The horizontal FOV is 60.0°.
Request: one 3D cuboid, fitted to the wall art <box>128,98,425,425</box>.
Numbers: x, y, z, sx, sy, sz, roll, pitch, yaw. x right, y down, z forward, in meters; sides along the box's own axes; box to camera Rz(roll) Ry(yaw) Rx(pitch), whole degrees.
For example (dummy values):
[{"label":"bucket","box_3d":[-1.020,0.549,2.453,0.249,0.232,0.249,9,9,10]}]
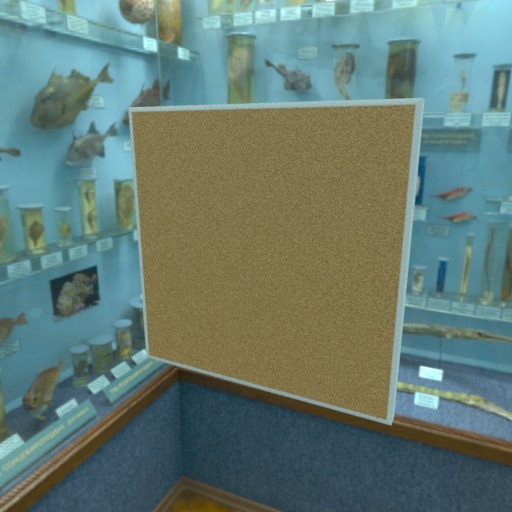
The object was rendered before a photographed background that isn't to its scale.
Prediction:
[{"label":"wall art","box_3d":[0.000,0.000,1.176,0.768,0.765,0.041,8,17,26]}]
